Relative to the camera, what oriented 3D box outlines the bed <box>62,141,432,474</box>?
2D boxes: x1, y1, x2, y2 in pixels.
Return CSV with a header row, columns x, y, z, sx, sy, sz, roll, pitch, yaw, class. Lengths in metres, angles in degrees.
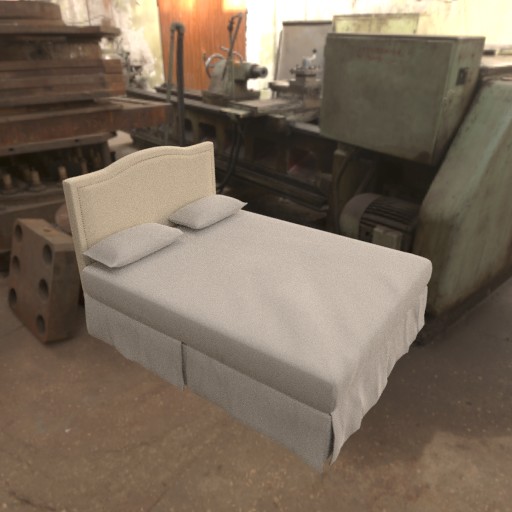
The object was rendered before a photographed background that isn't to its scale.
x,y,z,sx,sy,sz,roll,pitch,yaw,class
0.000,0.000,3.657,2.477,1.437,1.977,18,32,31,bed
